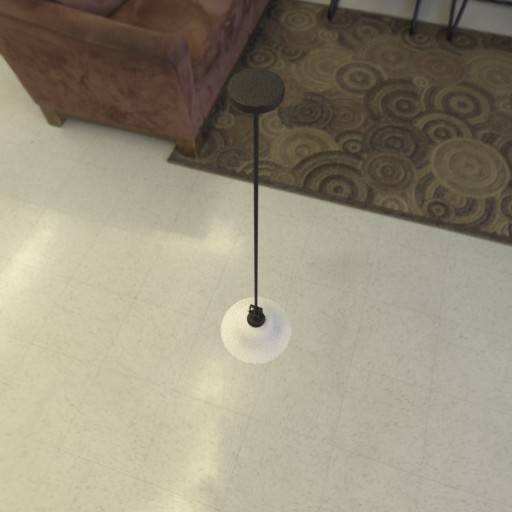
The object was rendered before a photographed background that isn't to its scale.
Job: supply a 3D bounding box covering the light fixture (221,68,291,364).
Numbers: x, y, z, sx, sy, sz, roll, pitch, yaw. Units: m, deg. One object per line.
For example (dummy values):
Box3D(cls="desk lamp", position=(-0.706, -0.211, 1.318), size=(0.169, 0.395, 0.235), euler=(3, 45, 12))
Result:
Box3D(cls="light fixture", position=(0.000, 0.000, 1.458), size=(0.324, 1.337, 0.324), euler=(18, 61, 10))
